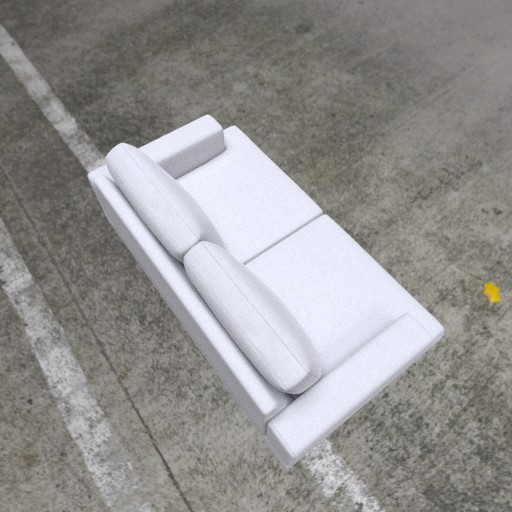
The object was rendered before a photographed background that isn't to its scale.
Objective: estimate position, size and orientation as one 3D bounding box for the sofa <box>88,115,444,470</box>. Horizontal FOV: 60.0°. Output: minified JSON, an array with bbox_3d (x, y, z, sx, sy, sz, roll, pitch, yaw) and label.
[{"bbox_3d":[0.000,0.000,2.161,0.920,0.810,1.650,-33,64,-18],"label":"sofa"}]
